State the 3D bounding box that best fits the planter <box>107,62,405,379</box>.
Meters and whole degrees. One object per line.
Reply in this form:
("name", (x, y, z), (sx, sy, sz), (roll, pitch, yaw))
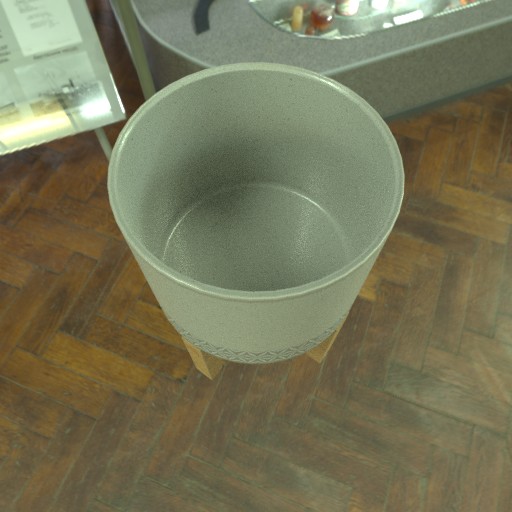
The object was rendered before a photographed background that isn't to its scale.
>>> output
("planter", (0.000, 0.000, 0.274), (0.130, 0.178, 0.130), (0, 62, 0))
